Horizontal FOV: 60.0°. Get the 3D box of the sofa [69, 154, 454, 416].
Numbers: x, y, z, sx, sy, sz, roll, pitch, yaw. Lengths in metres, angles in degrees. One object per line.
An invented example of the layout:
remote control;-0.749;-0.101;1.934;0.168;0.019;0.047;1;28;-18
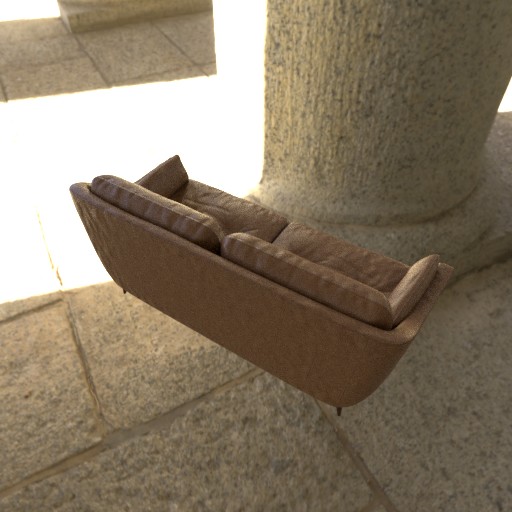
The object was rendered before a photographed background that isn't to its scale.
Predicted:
sofa;0.000;0.000;2.453;1.902;0.839;0.904;25;51;22
